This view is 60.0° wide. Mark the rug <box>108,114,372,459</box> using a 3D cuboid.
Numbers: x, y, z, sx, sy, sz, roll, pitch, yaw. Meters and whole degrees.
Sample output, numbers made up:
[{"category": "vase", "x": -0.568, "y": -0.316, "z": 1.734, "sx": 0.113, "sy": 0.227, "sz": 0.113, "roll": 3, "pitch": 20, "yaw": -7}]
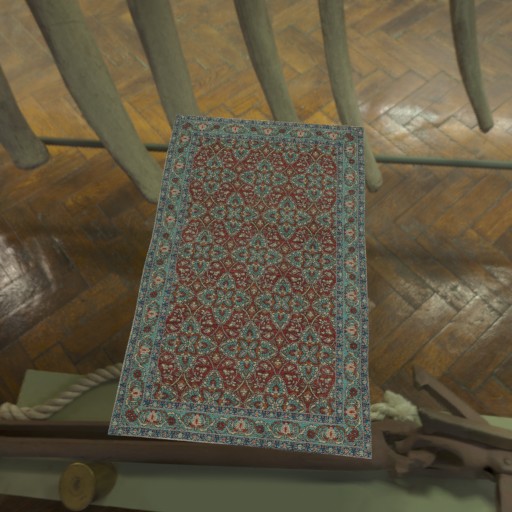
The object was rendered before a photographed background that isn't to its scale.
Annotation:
[{"category": "rug", "x": 0.000, "y": 0.000, "z": 3.069, "sx": 1.533, "sy": 0.011, "sz": 2.439, "roll": 4, "pitch": 65, "yaw": 2}]
